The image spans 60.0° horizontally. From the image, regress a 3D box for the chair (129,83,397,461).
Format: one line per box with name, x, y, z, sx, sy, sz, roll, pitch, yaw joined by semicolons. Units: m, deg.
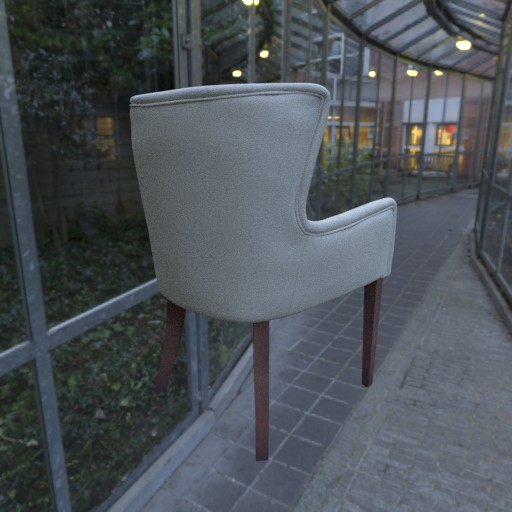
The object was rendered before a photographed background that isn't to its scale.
chair;0.000;0.000;1.388;0.660;0.952;0.686;14;21;42
